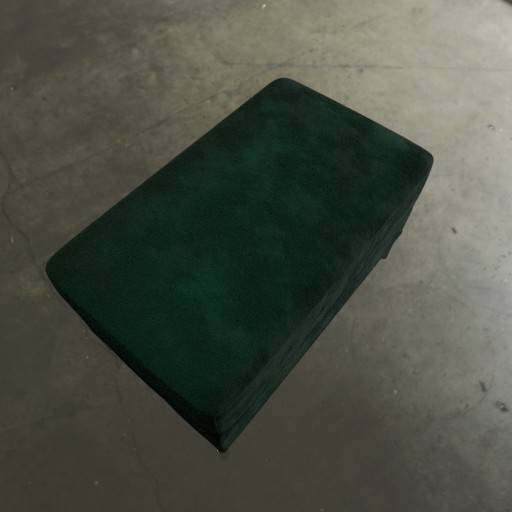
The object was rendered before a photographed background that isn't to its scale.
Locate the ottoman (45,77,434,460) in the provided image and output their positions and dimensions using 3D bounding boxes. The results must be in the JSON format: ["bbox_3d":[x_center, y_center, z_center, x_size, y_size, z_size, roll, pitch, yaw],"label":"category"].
[{"bbox_3d":[0.000,0.000,1.253,0.536,0.533,0.886,35,65,20],"label":"ottoman"}]
